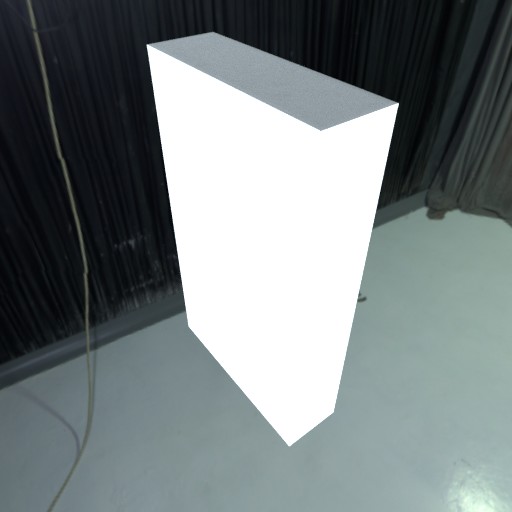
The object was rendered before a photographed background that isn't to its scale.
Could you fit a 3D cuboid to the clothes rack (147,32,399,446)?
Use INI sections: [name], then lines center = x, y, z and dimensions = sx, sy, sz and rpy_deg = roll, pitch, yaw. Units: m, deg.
[clothes rack]
center = 0.000, 0.000, 1.570
dimensions = 0.250, 1.280, 0.750
rpy_deg = -26, 47, -27
